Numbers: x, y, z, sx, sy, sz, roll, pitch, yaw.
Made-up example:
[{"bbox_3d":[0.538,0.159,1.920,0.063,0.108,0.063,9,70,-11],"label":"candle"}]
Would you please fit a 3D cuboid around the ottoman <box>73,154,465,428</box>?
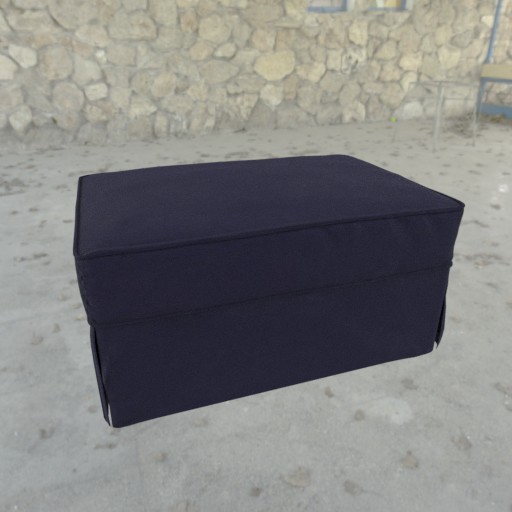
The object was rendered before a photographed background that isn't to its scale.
[{"bbox_3d":[0.000,0.000,1.285,0.938,0.503,0.637,-8,26,-17],"label":"ottoman"}]
